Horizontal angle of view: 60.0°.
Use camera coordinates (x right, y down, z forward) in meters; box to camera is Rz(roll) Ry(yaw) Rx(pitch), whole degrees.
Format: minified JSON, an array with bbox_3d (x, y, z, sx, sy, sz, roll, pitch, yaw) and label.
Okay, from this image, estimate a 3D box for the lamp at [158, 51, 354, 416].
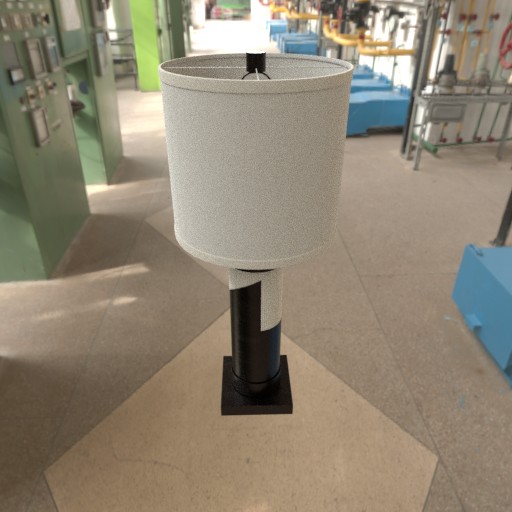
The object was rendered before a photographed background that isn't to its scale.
[{"bbox_3d":[0.000,0.000,0.606,0.211,0.509,0.211,-1,31,-1],"label":"lamp"}]
